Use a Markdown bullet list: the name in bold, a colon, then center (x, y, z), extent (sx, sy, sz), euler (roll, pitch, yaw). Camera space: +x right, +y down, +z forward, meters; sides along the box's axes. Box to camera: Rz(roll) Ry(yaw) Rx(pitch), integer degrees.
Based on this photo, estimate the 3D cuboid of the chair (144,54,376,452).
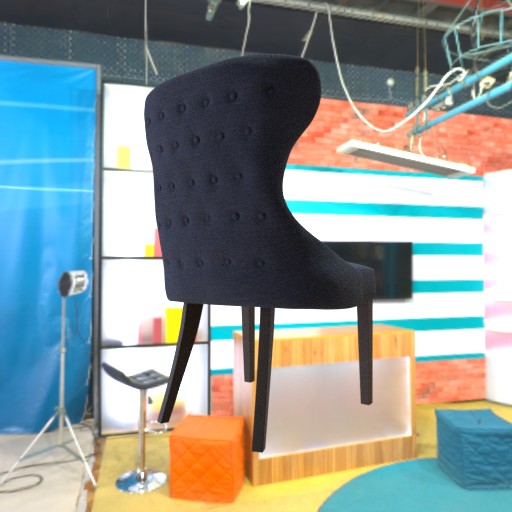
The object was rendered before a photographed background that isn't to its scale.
- **chair**: center (0.000, 0.000, 1.379), extent (0.628, 0.967, 0.635), euler (-1, -2, 36)
